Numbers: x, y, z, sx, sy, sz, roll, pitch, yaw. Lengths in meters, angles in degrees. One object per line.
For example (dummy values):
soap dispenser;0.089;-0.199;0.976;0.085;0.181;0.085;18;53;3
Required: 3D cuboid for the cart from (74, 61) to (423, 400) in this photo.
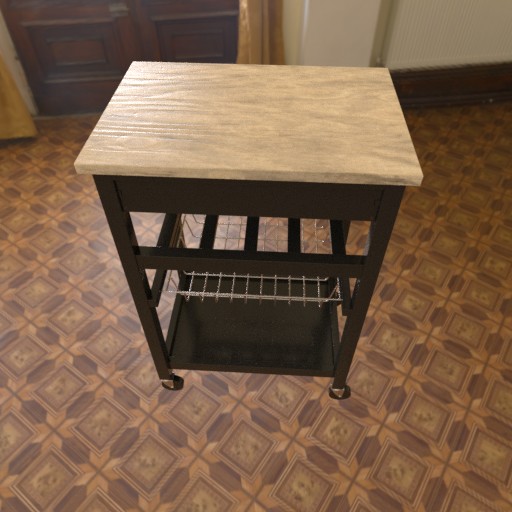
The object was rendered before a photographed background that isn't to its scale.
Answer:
cart;0.000;0.000;1.168;0.584;0.839;0.403;2;47;2
